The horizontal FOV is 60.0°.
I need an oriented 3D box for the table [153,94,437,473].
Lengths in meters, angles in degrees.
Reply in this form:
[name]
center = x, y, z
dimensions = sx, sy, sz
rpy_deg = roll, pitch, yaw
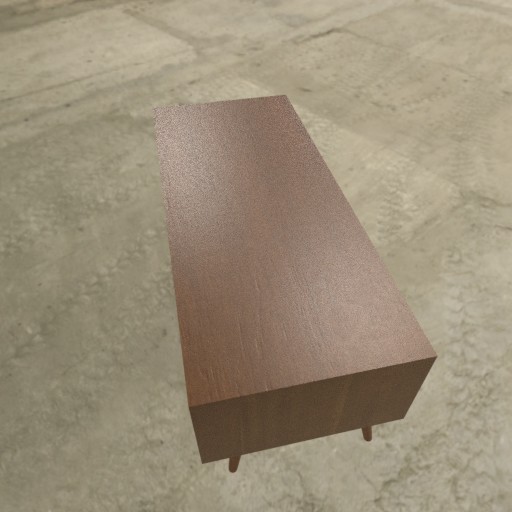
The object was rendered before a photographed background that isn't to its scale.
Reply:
[table]
center = 0.000, 0.000, 1.365
dimensions = 0.490, 0.464, 1.119
rpy_deg = -9, 46, -9
